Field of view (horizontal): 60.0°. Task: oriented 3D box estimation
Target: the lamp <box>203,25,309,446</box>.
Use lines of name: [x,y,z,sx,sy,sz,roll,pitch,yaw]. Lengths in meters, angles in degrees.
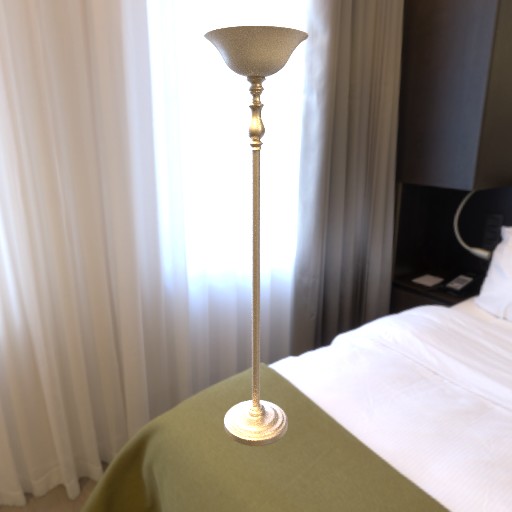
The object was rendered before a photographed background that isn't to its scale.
lamp: [0.000,0.000,1.964,0.405,1.771,0.405,7,18,24]
